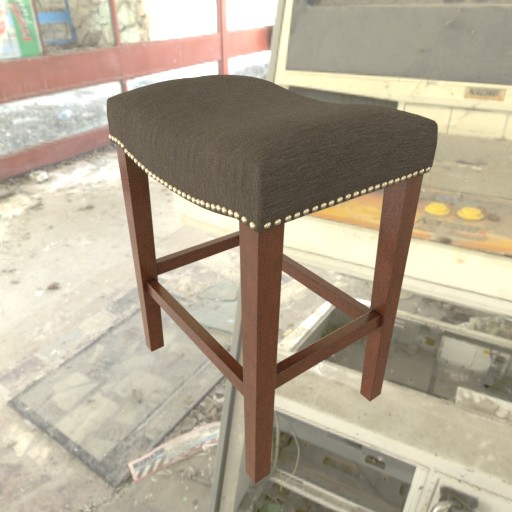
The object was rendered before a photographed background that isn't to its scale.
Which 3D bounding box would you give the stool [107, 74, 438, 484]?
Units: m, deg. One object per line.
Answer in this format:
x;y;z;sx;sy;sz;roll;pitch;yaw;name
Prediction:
0.000;0.000;0.930;0.372;0.654;0.504;-21;37;-31;stool
